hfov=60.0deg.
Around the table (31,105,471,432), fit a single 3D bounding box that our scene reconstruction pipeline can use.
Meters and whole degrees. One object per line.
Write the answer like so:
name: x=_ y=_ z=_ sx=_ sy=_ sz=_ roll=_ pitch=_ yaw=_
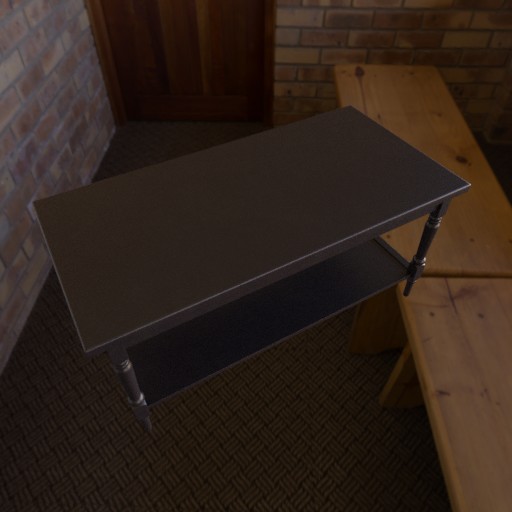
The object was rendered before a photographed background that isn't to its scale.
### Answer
table: x=0.000 y=0.000 z=1.423 sx=1.107 sy=0.510 sz=0.550 roll=-23 pitch=50 yaw=-20
